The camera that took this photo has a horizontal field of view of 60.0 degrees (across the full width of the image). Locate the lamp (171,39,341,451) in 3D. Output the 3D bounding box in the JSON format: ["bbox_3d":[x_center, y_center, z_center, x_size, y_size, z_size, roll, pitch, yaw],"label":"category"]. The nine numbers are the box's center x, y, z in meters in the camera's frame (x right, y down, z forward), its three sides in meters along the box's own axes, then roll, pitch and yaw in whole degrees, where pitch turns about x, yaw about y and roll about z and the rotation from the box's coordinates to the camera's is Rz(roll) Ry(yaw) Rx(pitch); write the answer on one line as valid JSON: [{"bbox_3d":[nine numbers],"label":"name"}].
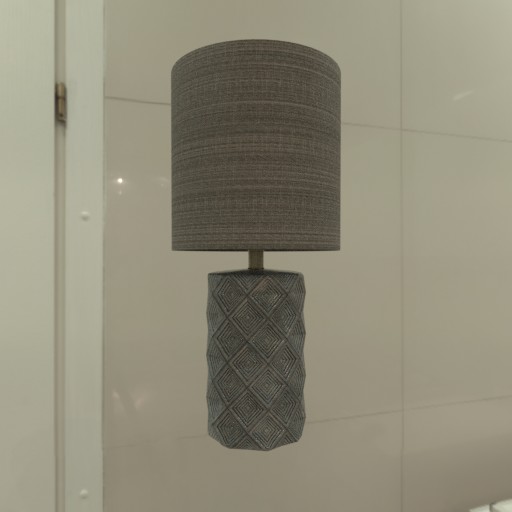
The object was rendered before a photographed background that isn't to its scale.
[{"bbox_3d":[0.000,0.000,0.712,0.268,0.566,0.269,0,0,-19],"label":"lamp"}]
